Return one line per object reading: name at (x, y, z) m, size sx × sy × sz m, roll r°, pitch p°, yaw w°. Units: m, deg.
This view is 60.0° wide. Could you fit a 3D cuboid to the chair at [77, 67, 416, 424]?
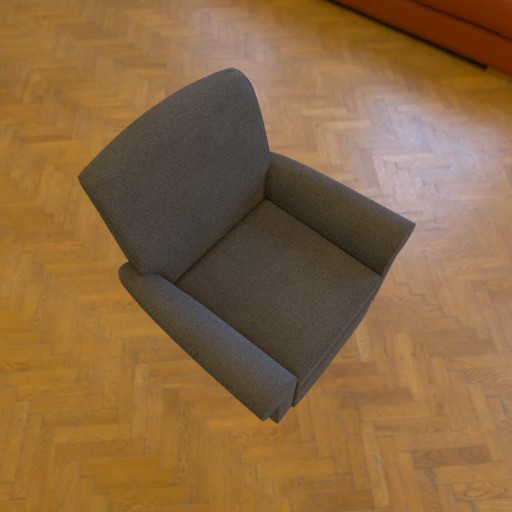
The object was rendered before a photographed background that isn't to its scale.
chair at (0.000, 0.000, 1.793) m, size 0.905 × 1.061 × 0.978 m, roll 35°, pitch 64°, yaw 20°
